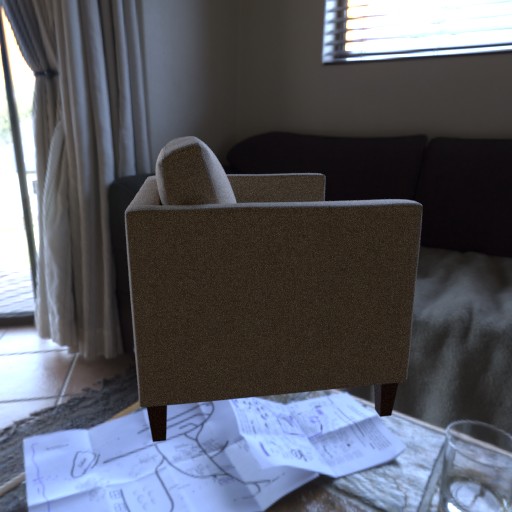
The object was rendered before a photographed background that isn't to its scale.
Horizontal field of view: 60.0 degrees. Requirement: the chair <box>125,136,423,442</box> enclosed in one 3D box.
[{"bbox_3d":[0.000,0.000,1.898,0.959,0.987,1.107,-3,16,-9],"label":"chair"}]
